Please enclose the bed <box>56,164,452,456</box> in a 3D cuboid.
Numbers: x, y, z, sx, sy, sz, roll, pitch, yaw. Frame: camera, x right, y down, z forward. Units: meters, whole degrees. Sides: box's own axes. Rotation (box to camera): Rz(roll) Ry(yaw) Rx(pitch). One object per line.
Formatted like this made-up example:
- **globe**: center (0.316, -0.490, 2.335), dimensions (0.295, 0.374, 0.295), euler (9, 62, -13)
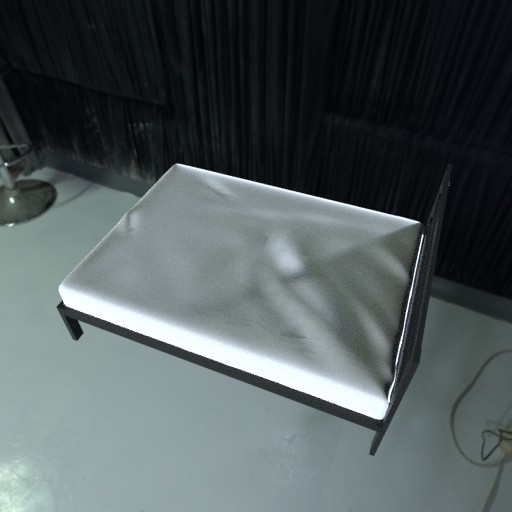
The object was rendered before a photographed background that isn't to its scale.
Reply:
- **bed**: center (0.000, 0.000, 2.887), dimensions (2.062, 0.967, 1.524), euler (16, 47, 15)
